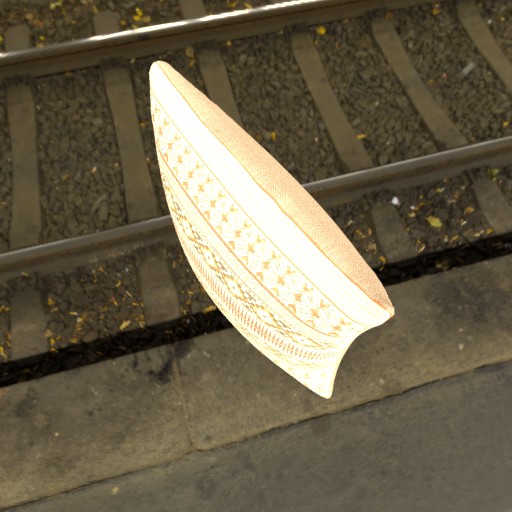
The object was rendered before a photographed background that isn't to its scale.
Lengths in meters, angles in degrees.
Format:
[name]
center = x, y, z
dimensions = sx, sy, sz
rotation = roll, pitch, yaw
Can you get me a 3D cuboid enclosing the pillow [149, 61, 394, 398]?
[pillow]
center = 0.000, 0.000, 0.806
dimensions = 0.215, 0.519, 0.521
rotation = -34, 68, -16
